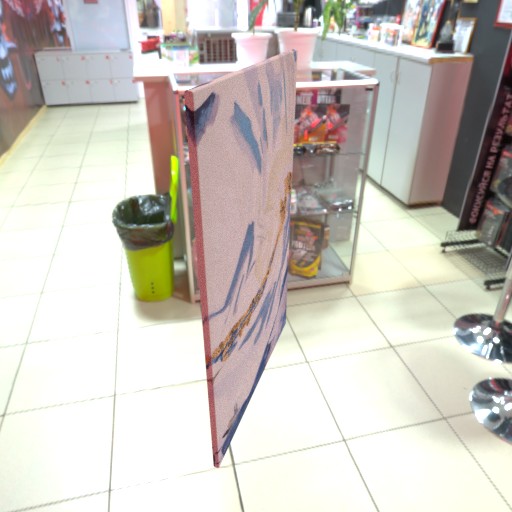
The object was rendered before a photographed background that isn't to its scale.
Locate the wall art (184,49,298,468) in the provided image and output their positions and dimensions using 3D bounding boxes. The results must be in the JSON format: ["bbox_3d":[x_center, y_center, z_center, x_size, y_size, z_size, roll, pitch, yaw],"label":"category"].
[{"bbox_3d":[0.000,0.000,1.141,0.016,0.914,0.610,10,32,17],"label":"wall art"}]
